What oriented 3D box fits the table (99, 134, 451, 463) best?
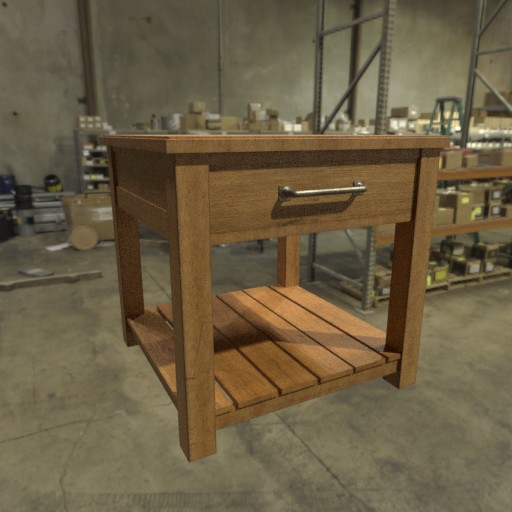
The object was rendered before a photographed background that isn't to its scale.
[{"bbox_3d":[0.000,0.000,1.128,0.616,0.593,0.612,-8,17,-27],"label":"table"}]
